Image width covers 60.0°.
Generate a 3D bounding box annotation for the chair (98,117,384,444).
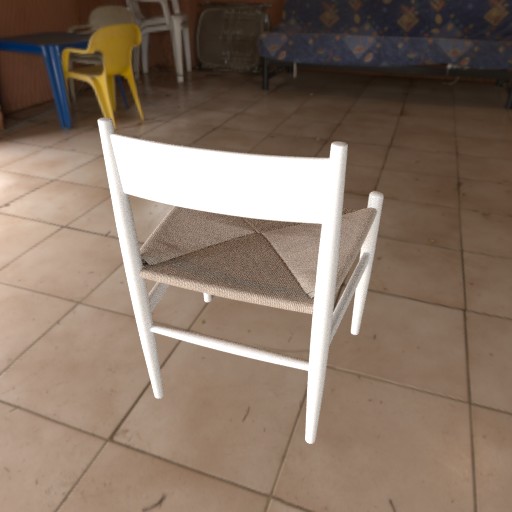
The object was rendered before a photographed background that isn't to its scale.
[{"bbox_3d":[0.000,0.000,1.119,0.556,0.762,0.495,10,34,16],"label":"chair"}]
